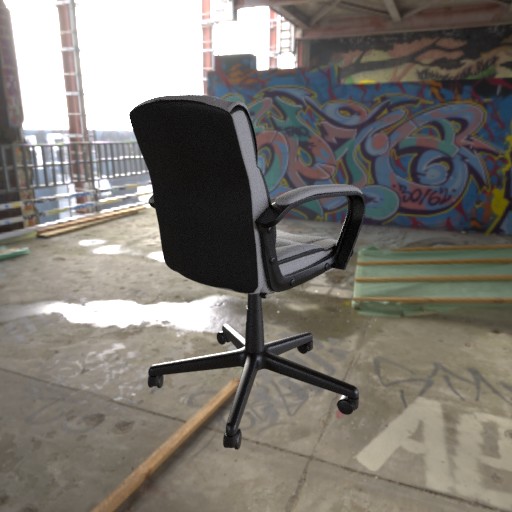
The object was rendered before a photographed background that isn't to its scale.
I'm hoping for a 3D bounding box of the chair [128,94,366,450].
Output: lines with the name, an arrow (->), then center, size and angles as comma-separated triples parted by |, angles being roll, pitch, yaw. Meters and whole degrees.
chair -> 0.000, 0.000, 1.516 | 0.739, 1.004, 0.717 | 14, 21, 41
